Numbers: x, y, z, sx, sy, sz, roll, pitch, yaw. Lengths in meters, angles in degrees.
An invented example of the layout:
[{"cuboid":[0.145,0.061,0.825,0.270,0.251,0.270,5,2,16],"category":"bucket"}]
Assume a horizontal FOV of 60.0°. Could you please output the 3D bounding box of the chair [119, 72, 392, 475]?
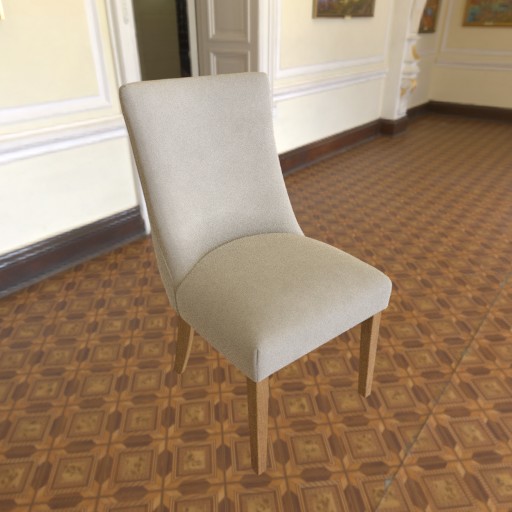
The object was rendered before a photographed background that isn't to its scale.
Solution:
[{"cuboid":[0.000,0.000,1.252,0.495,0.902,0.610,-21,35,-33],"category":"chair"}]
